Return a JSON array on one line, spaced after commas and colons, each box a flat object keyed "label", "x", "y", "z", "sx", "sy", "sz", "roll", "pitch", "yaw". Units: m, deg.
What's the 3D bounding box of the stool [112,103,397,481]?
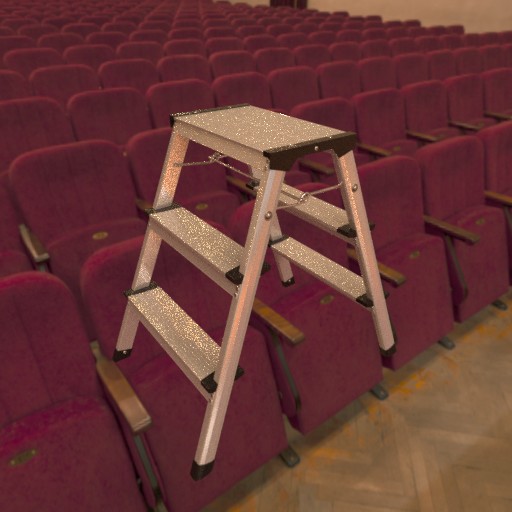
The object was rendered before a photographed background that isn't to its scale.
[{"label": "stool", "x": 0.000, "y": 0.000, "z": 1.025, "sx": 0.622, "sy": 0.605, "sz": 0.437, "roll": -21, "pitch": 36, "yaw": -31}]
